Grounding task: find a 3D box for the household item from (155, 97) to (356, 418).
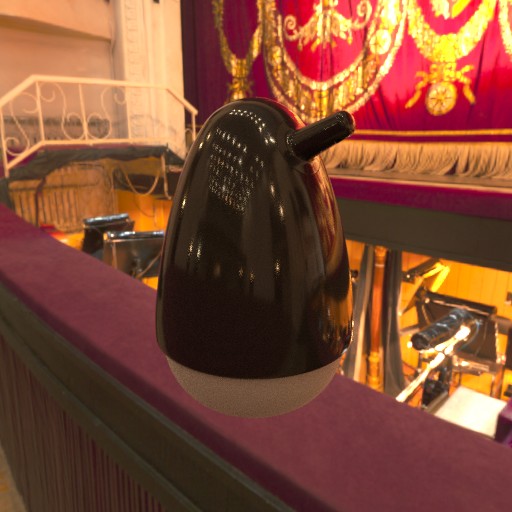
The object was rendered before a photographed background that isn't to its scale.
[{"bbox_3d":[0.000,0.000,0.224,0.104,0.152,0.102,14,20,42],"label":"household item"}]
